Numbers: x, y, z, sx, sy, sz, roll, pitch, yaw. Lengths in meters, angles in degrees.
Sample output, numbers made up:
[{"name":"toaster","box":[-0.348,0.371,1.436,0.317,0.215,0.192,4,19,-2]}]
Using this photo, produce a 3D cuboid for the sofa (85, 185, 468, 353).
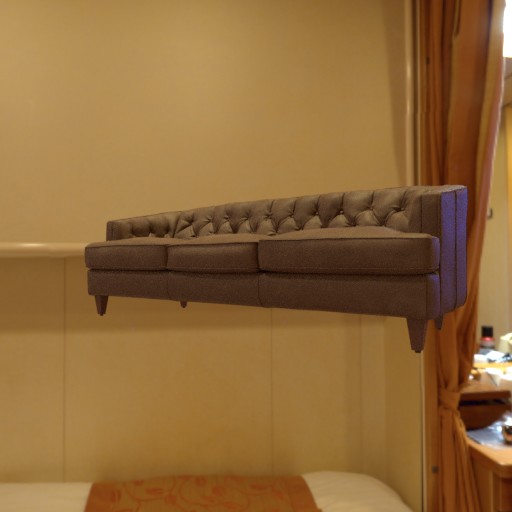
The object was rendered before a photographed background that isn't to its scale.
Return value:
[{"name":"sofa","box":[0.000,0.000,2.627,2.227,0.787,0.927,-1,-1,36]}]
